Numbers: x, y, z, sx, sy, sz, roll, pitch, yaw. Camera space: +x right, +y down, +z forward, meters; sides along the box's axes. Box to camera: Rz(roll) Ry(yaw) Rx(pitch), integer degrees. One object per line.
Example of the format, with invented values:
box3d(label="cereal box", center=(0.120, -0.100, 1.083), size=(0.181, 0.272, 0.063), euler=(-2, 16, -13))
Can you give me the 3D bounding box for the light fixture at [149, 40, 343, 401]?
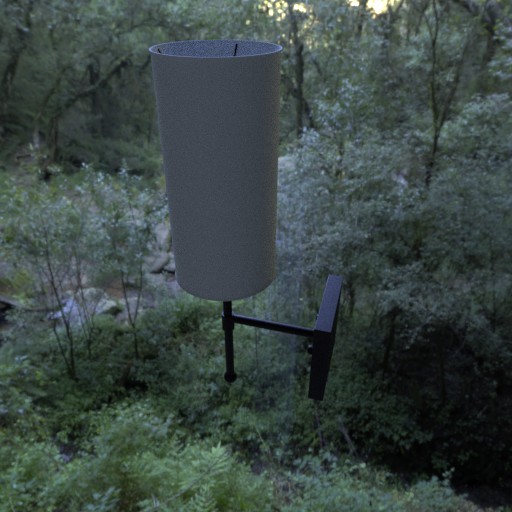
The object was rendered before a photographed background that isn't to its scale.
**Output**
box3d(label="light fixture", center=(0.000, 0.000, 0.542), size=(0.208, 0.462, 0.128), euler=(9, 33, 14))
